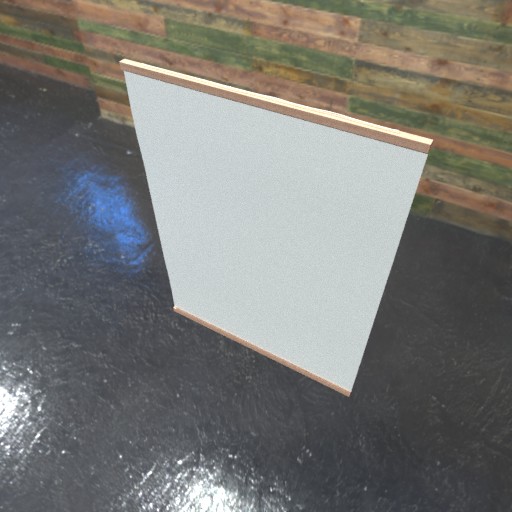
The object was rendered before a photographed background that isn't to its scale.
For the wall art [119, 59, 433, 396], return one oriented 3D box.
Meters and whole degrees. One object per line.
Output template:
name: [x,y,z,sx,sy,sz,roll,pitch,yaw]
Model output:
wall art: [0.000,0.000,1.320,0.758,1.013,0.020,22,50,20]
